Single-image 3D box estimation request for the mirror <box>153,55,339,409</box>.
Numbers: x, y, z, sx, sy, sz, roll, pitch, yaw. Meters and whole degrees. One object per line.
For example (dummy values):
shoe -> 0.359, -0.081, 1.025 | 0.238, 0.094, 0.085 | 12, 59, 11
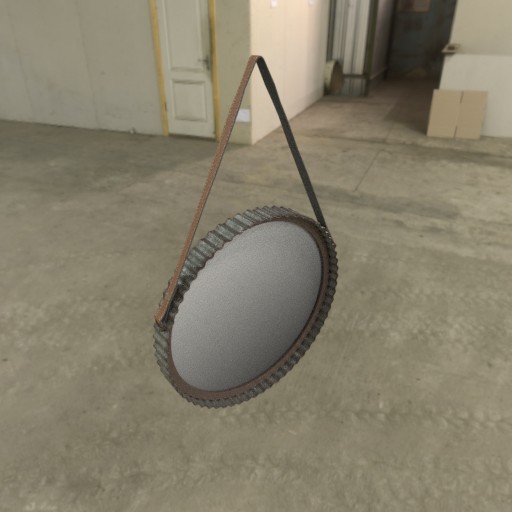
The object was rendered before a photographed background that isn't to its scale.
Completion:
mirror -> 0.000, 0.000, 0.683 | 0.355, 0.568, 0.042 | -22, 37, -32
